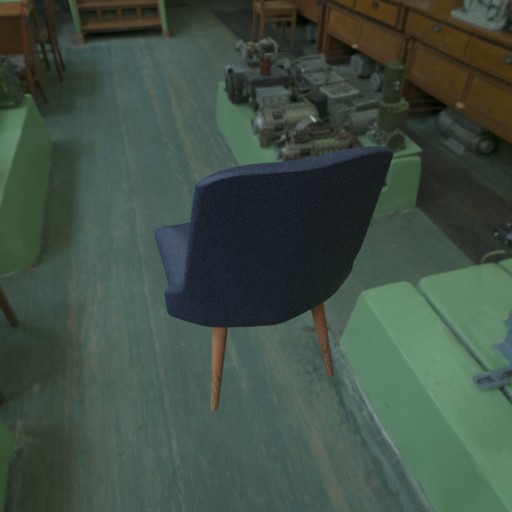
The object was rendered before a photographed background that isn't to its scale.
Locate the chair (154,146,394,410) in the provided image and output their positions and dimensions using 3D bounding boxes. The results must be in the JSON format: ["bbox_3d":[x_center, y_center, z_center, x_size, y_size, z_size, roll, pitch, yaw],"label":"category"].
[{"bbox_3d":[0.000,0.000,1.162,0.504,0.820,0.567,-12,42,-14],"label":"chair"}]
